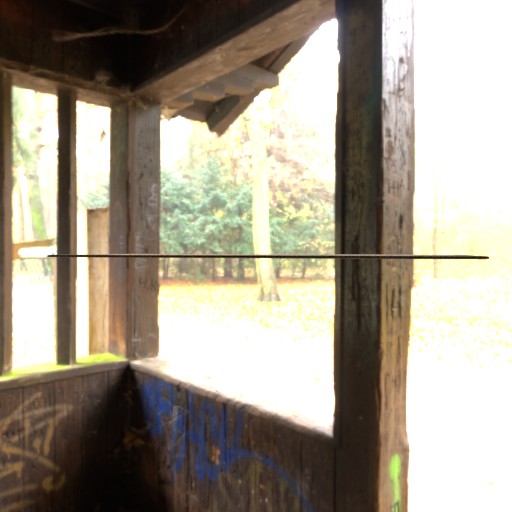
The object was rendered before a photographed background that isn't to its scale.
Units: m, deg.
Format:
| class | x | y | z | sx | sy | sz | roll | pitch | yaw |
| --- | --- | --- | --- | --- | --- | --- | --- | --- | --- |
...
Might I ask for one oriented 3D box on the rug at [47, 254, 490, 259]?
| class | x | y | z | sx | sy | sz | roll | pitch | yaw |
| --- | --- | --- | --- | --- | --- | --- | --- | --- | --- |
| rug | 0.000 | 0.000 | 2.675 | 2.413 | 0.016 | 0.810 | 0 | 1 | 19 |
